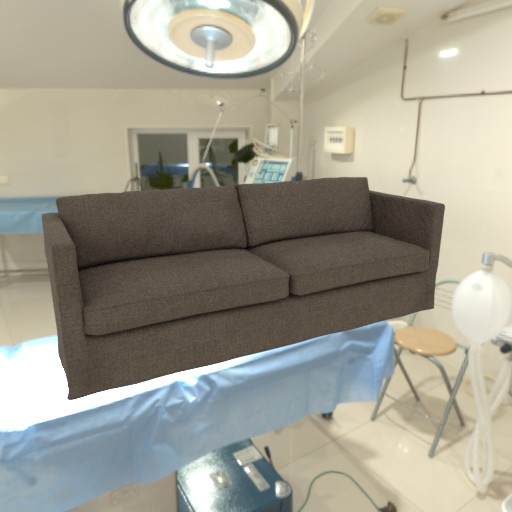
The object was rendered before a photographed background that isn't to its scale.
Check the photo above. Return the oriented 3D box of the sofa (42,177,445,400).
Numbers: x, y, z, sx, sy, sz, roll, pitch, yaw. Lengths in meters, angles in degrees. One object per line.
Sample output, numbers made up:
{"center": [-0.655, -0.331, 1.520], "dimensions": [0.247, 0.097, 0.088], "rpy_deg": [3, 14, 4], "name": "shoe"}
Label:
{"center": [0.000, 0.000, 3.252], "dimensions": [2.779, 0.998, 1.036], "rpy_deg": [-8, 18, -26], "name": "sofa"}
